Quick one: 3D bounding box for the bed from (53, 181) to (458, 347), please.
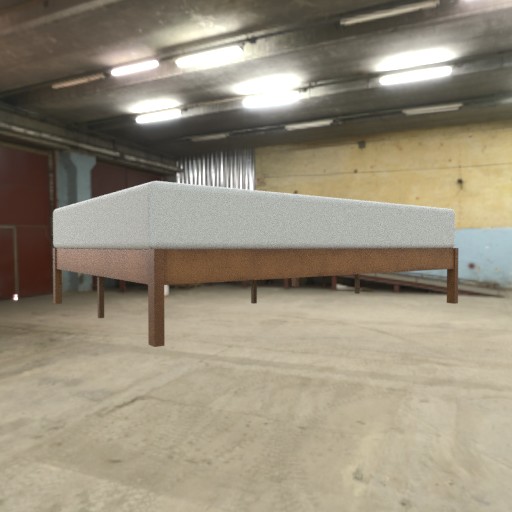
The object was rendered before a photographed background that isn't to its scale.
[{"bbox_3d":[0.000,0.000,2.782,2.050,0.593,1.529,-1,1,-37],"label":"bed"}]
